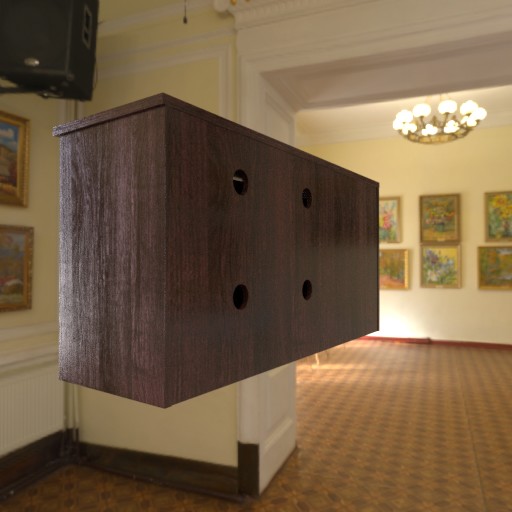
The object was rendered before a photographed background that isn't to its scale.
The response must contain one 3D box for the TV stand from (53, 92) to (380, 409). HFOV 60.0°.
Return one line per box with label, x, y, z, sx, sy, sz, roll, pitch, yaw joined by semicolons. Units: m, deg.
TV stand;0.000;0.000;1.452;0.404;0.614;1.192;-1;-1;35
